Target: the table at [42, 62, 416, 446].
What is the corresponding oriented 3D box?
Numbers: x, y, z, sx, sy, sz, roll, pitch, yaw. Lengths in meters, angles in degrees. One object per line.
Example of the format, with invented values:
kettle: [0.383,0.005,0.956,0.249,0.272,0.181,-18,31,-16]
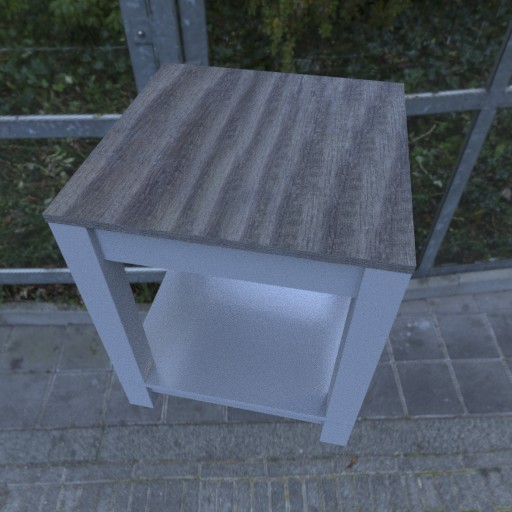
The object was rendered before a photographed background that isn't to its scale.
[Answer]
table: [0.000,0.000,0.964,0.504,0.587,0.506,8,47,8]
